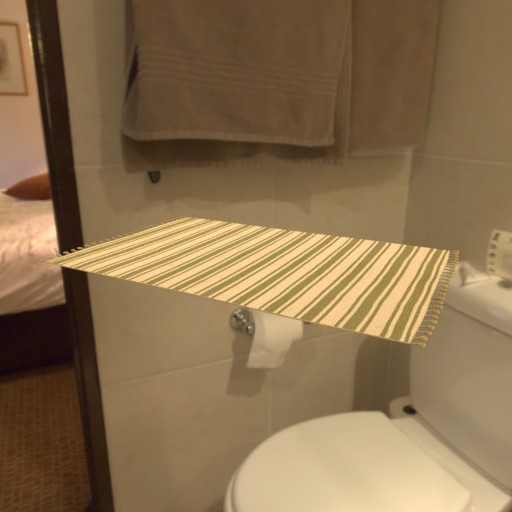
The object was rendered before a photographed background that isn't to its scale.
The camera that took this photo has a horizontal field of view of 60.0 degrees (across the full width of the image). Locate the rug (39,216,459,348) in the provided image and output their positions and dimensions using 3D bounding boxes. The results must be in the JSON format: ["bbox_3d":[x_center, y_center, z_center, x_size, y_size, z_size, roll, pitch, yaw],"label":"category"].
[{"bbox_3d":[0.000,0.000,3.004,2.435,0.018,1.540,9,20,27],"label":"rug"}]
